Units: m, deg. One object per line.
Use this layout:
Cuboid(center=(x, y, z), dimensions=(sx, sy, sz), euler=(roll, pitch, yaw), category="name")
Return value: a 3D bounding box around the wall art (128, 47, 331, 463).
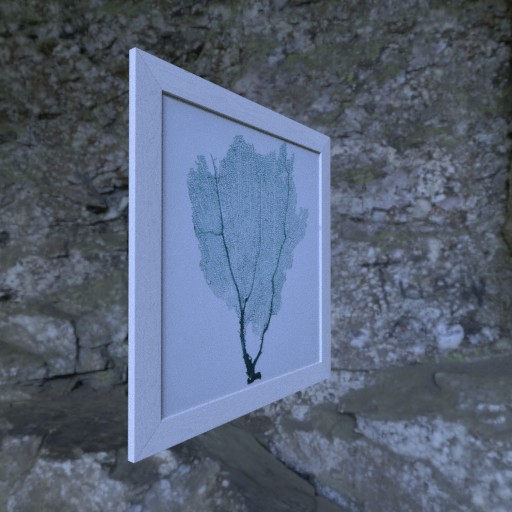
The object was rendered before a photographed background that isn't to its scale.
Cuboid(center=(0.000, 0.000, 0.845), dimensions=(0.015, 0.577, 0.572), euler=(0, -1, 38), category="wall art")
